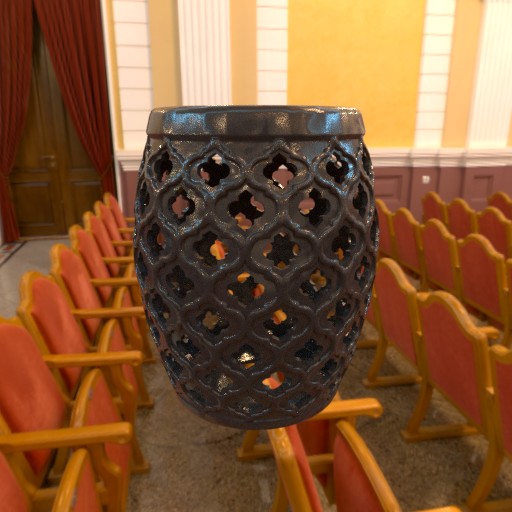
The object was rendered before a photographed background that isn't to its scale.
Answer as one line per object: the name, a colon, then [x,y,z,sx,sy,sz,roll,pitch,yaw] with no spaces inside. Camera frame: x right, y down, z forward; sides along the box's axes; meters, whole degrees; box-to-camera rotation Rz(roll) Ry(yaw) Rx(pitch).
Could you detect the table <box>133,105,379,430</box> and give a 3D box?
table: [0.000,0.000,0.613,0.325,0.388,0.325,0,17,0]
